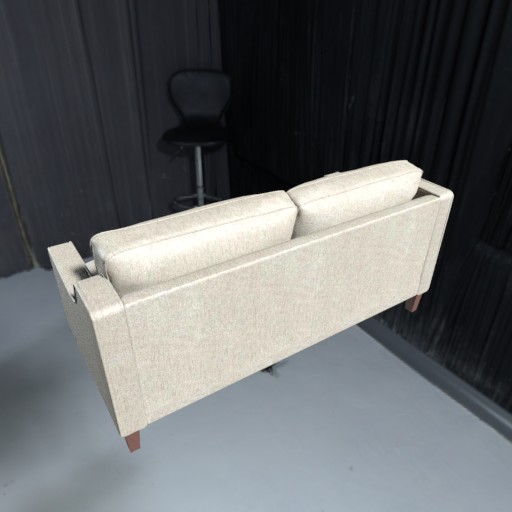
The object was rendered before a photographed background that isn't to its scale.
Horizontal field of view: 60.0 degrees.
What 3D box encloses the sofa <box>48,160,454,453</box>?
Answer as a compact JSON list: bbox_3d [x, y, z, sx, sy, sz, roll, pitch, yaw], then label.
[{"bbox_3d":[0.000,0.000,2.738,2.181,1.074,1.073,-19,36,-28],"label":"sofa"}]
